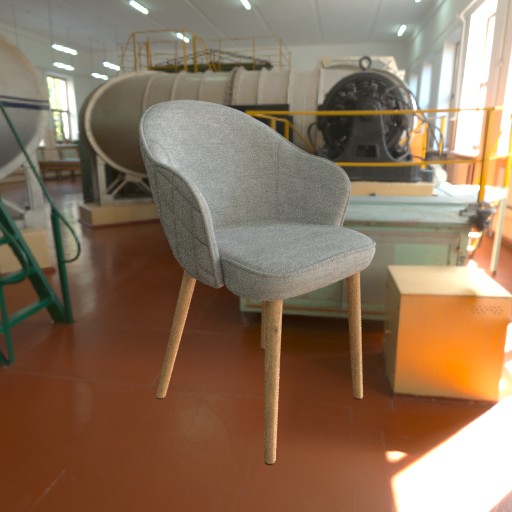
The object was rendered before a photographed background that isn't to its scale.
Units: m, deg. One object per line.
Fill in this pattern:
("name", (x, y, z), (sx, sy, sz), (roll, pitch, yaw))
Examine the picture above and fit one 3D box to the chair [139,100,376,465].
("chair", (0.000, 0.000, 1.163), (0.540, 0.800, 0.530), (-14, 21, -43))
